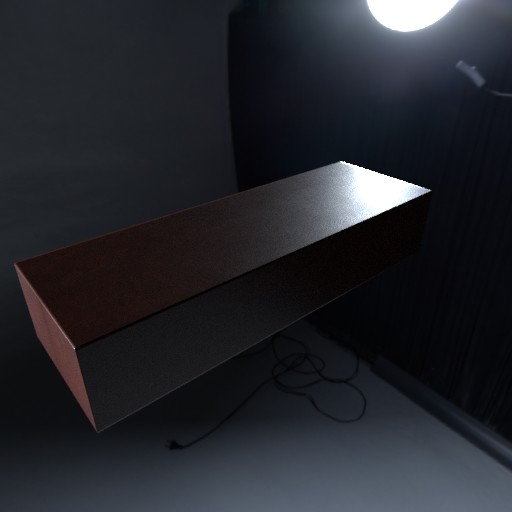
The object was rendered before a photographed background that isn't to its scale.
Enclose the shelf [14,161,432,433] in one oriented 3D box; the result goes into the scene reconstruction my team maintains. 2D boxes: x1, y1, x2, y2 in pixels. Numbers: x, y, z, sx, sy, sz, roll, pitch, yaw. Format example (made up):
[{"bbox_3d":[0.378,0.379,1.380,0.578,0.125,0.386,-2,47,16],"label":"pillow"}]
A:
[{"bbox_3d":[0.000,0.000,0.509,0.457,0.088,0.152,-23,37,-34],"label":"shelf"}]
